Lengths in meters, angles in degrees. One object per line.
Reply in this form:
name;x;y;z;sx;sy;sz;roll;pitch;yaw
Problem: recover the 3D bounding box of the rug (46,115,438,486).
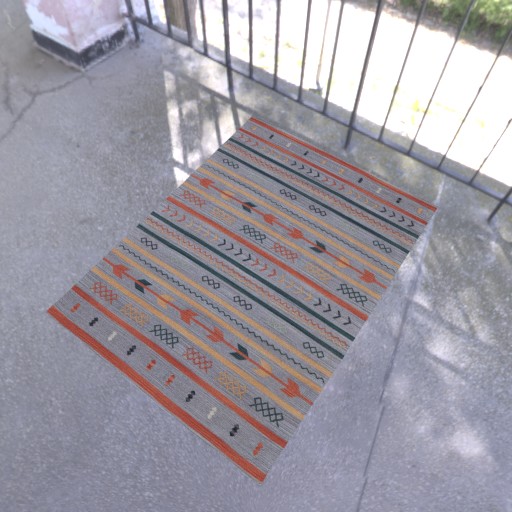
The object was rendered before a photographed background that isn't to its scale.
rug;0.000;0.000;4.066;2.263;0.022;3.029;32;63;18
